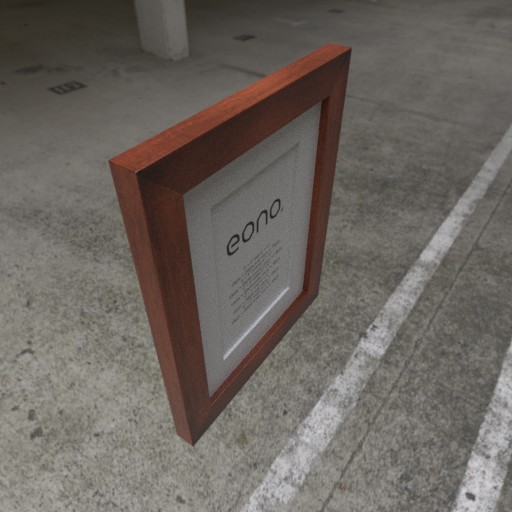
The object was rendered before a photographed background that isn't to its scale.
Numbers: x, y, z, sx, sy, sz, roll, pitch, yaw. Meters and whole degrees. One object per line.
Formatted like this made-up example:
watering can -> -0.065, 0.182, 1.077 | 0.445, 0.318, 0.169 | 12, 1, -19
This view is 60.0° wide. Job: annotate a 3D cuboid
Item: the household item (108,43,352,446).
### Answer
household item -> 0.000, 0.000, 0.333 | 0.020, 0.250, 0.200 | 25, 48, 26
